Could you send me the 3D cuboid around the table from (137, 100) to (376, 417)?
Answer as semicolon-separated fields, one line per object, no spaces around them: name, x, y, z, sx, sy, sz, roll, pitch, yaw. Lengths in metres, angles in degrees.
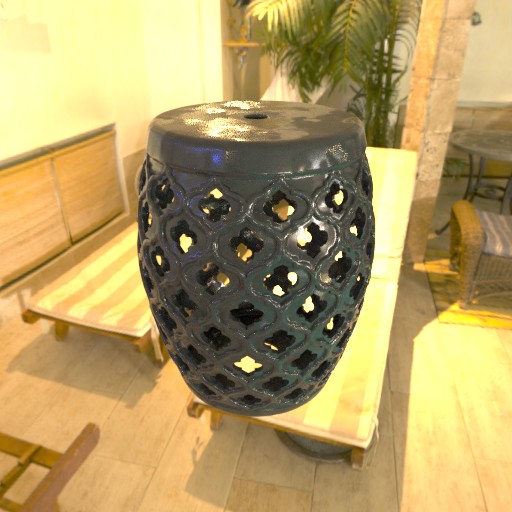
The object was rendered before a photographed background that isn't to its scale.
table;0.000;0.000;0.636;0.325;0.388;0.325;0;28;0
